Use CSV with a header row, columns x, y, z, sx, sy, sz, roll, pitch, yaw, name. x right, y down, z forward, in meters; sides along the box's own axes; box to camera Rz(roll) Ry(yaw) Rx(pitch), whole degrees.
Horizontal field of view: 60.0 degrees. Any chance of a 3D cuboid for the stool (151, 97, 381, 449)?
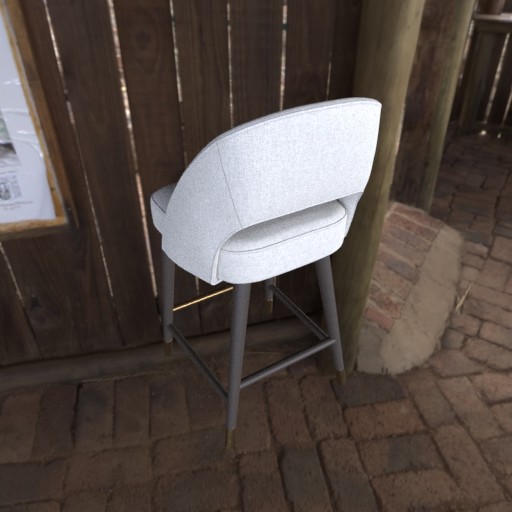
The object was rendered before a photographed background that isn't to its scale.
x,y,z,sx,sy,sz,roll,pitch,yaw,name
0.000,0.000,1.244,0.494,0.940,0.509,-19,37,-27,stool
